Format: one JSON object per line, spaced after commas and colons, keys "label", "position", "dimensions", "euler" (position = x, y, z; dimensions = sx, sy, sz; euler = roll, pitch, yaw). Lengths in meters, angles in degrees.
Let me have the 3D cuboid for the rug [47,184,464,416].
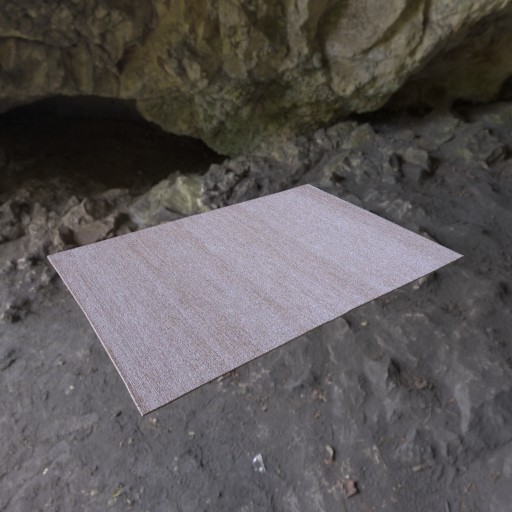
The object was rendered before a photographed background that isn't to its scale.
{"label": "rug", "position": [0.000, 0.000, 2.949], "dimensions": [2.283, 0.030, 1.596], "euler": [-19, 36, -30]}
